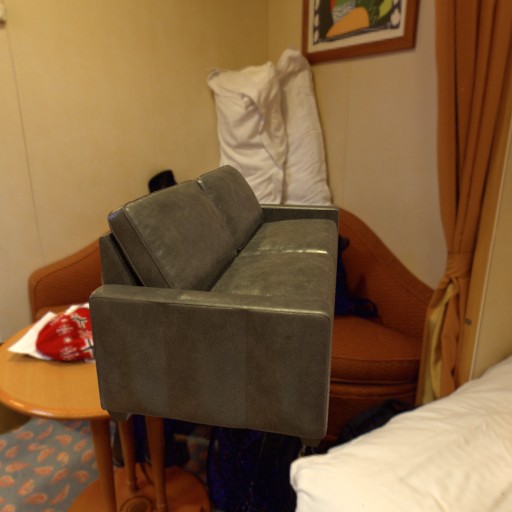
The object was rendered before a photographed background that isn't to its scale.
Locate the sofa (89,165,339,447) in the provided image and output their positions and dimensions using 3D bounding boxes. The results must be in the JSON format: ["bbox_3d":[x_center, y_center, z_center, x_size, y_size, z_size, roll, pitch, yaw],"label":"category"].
[{"bbox_3d":[0.000,0.000,2.611,0.939,0.916,2.081,3,17,10],"label":"sofa"}]
